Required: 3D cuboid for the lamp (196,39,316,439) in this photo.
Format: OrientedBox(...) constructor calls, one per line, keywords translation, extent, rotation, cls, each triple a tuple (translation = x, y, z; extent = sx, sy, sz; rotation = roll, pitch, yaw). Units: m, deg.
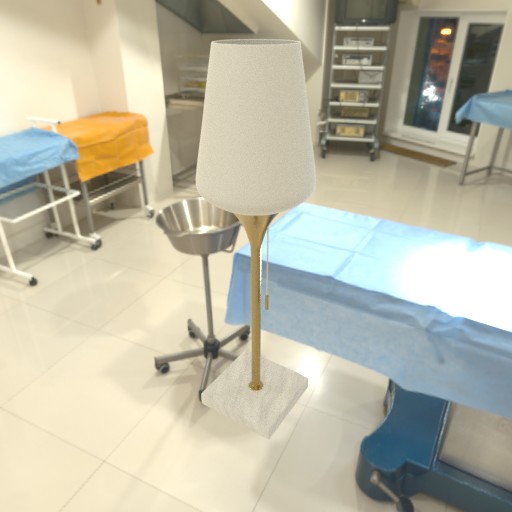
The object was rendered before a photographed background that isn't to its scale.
OrientedBox(translation=(0.000, 0.000, 0.732), extent=(0.181, 0.639, 0.181), rotation=(18, 34, 29), cls="lamp")
